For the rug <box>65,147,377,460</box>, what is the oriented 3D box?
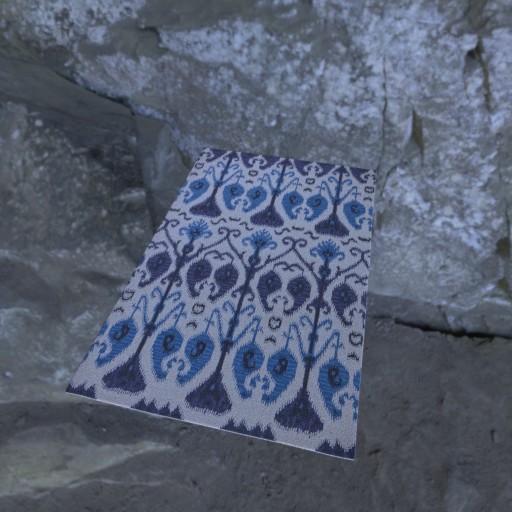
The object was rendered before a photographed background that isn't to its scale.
[{"bbox_3d":[0.000,0.000,2.135,1.072,0.013,1.698,10,47,9],"label":"rug"}]
